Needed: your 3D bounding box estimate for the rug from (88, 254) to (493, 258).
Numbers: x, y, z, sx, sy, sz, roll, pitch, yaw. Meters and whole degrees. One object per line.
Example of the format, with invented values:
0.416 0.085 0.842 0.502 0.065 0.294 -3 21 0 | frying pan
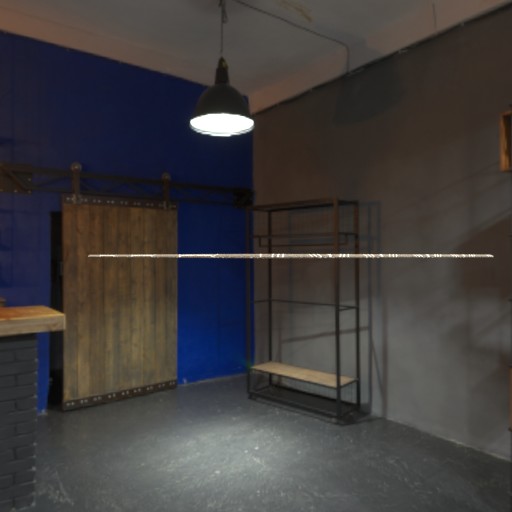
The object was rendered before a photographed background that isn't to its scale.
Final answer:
0.000 0.000 2.319 1.239 0.012 1.836 0 0 -35 | rug
